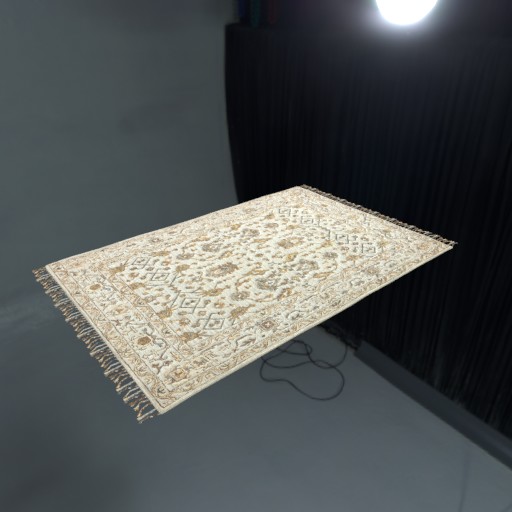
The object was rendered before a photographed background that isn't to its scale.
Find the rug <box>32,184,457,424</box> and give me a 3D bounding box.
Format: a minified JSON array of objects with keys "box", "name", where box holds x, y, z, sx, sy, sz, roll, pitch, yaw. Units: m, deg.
[{"box":[0.000,0.000,2.942,2.434,0.027,1.529,-22,36,-34],"name":"rug"}]
